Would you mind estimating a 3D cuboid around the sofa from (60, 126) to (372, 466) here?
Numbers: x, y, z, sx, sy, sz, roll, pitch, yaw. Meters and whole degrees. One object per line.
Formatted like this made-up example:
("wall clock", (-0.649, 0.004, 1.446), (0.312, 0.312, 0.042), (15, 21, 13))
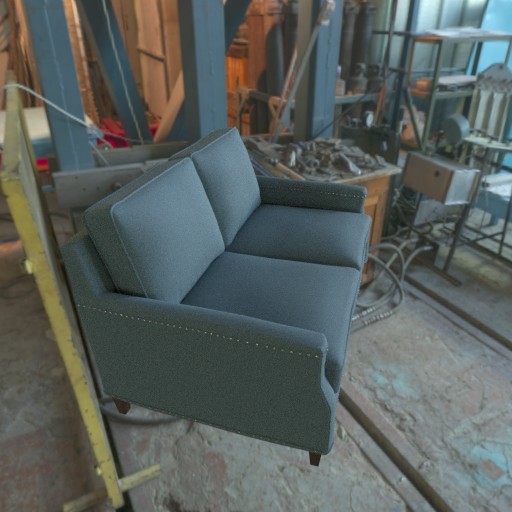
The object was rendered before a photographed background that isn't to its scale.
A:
("sofa", (0.000, 0.000, 2.286), (1.084, 1.003, 1.597), (9, 31, 15))
